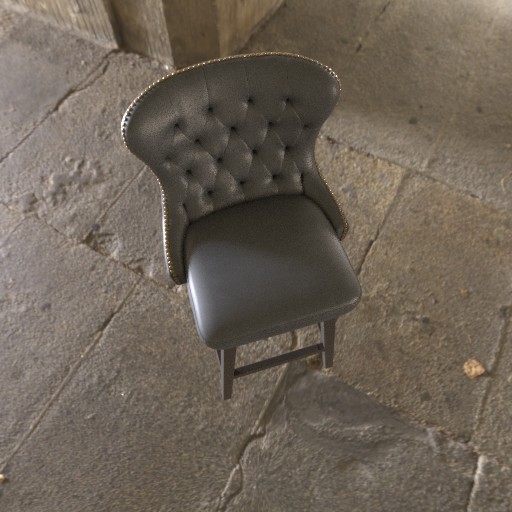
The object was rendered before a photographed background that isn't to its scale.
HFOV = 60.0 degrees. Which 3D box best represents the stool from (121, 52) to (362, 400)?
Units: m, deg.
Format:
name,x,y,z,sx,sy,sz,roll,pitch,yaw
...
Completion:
name,x,y,z,sx,sy,sz,roll,pitch,yaw
stool,0.000,0.000,1.336,0.528,0.971,0.593,-15,64,-7
